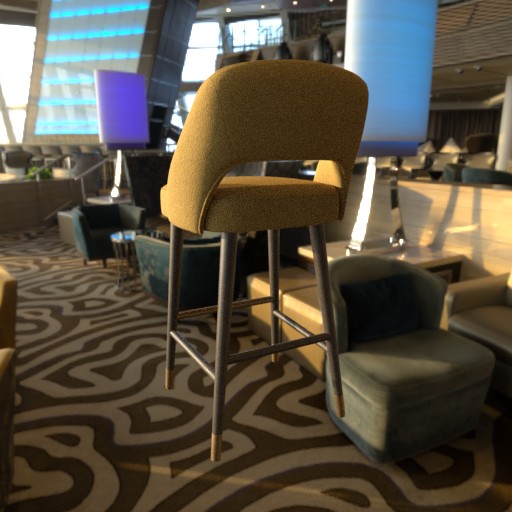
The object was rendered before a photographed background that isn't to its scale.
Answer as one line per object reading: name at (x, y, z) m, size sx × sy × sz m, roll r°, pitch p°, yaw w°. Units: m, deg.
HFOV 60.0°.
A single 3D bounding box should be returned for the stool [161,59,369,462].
stool at (0.000, 0.000, 1.346) m, size 0.536 × 1.032 × 0.522 m, roll -7°, pitch 16°, yaw -27°
